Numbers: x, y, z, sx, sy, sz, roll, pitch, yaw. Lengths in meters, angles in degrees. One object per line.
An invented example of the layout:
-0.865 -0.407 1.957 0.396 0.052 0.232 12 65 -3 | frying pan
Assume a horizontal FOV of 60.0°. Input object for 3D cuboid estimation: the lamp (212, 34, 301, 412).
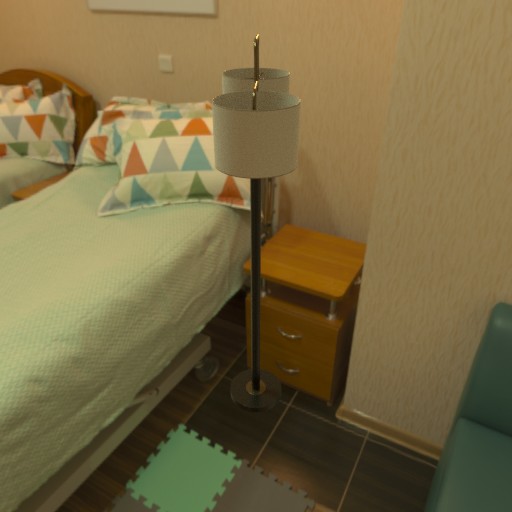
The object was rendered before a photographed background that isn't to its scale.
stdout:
0.000 0.000 1.803 0.254 1.587 0.711 0 31 0 | lamp
